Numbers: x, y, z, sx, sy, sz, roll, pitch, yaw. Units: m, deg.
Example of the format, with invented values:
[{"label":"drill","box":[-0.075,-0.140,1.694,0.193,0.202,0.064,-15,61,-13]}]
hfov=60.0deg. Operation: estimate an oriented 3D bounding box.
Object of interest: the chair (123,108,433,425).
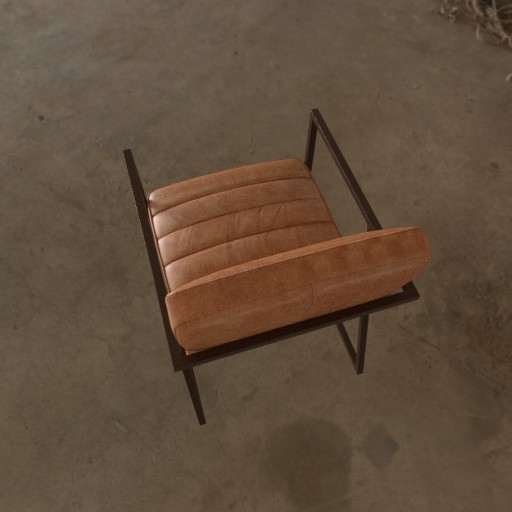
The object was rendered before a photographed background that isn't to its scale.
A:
[{"label":"chair","box":[0.000,0.000,1.259,0.571,0.832,0.677,-15,59,-9]}]
